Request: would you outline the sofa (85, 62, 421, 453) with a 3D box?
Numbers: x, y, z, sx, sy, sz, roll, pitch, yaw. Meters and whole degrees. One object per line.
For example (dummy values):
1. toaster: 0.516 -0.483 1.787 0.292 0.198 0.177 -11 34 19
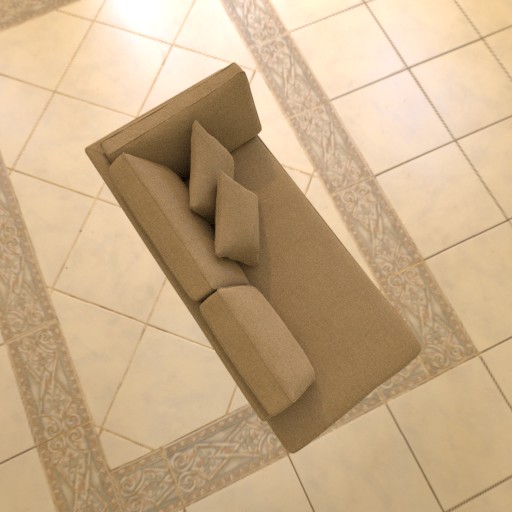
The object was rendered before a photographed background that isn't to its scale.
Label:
1. sofa: 0.000 0.000 2.901 1.110 1.019 2.238 -34 77 -9
